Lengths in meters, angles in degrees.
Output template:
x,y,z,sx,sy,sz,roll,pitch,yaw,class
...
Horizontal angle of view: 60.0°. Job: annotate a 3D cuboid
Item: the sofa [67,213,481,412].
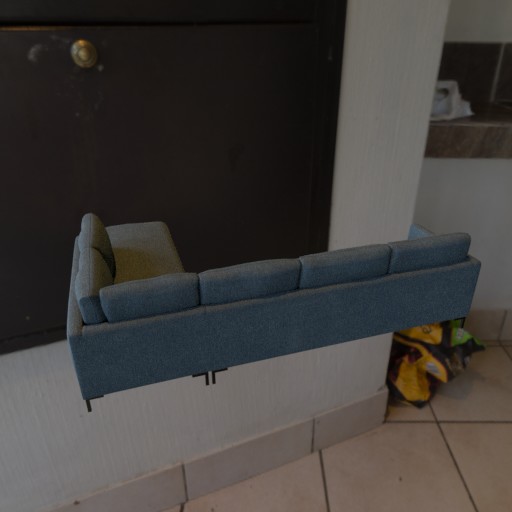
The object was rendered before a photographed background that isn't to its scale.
x,y,z,sx,sy,sz,roll,pitch,yaw,class
0.000,0.000,3.826,2.949,0.815,2.007,-8,28,-16,sofa
